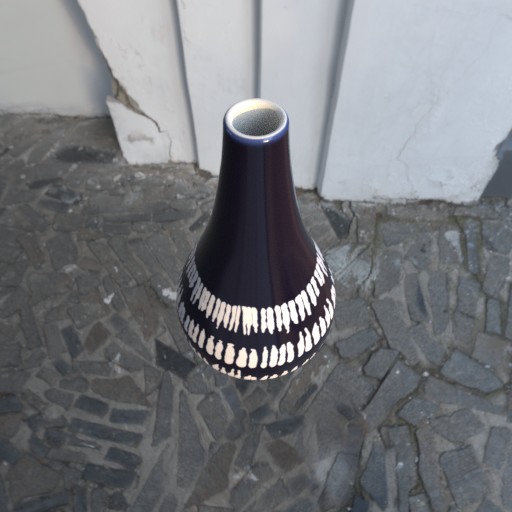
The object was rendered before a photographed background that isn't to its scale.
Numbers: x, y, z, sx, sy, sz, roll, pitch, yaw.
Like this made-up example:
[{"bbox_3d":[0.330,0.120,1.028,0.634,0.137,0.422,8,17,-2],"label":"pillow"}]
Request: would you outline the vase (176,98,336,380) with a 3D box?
[{"bbox_3d":[0.000,0.000,0.383,0.159,0.295,0.159,0,56,0],"label":"vase"}]
